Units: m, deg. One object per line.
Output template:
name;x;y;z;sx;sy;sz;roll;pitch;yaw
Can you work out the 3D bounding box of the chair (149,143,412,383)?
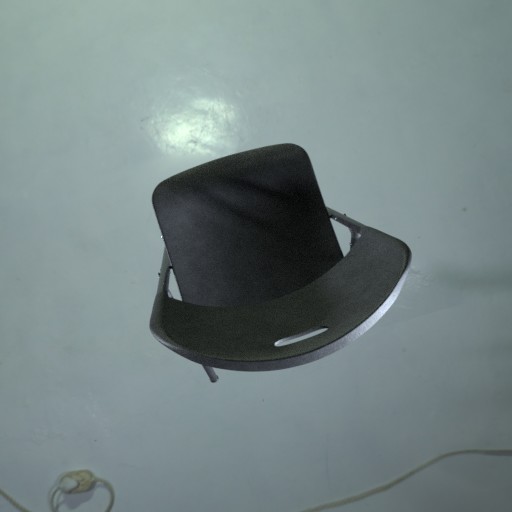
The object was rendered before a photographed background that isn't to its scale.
chair;0.000;0.000;1.151;0.494;0.810;0.566;-18;77;-4
